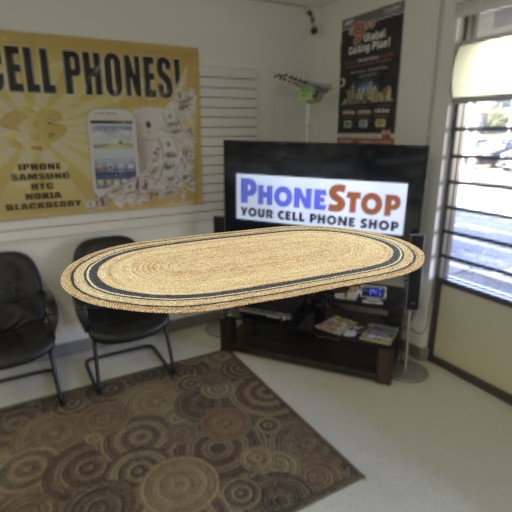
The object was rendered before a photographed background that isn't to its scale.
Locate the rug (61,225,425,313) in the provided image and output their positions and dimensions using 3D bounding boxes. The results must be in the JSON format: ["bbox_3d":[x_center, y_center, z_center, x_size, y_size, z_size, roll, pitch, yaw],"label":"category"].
[{"bbox_3d":[0.000,0.000,2.991,2.432,0.006,1.520,-8,18,-25],"label":"rug"}]
